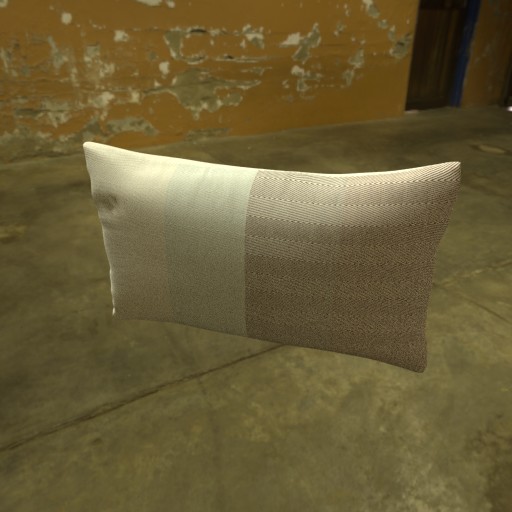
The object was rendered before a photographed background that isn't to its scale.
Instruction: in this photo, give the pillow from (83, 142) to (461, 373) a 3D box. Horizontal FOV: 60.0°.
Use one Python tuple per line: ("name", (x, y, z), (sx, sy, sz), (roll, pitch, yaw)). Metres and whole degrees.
("pillow", (0.000, 0.000, 0.632), (0.506, 0.305, 0.139), (7, 28, 14))
